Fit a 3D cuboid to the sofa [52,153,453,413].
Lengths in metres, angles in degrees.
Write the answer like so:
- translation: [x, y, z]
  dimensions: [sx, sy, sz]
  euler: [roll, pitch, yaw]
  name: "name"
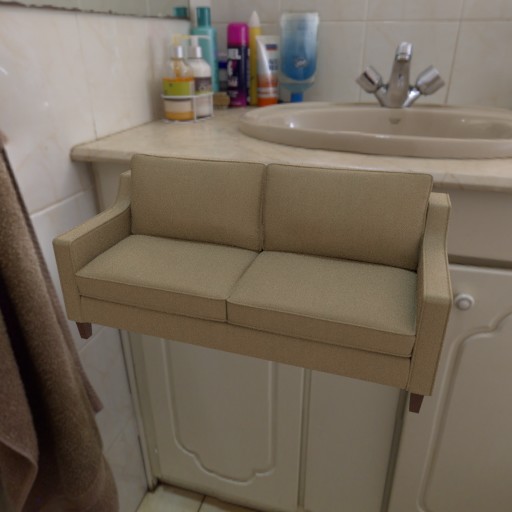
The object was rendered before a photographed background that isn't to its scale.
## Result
- translation: [0.000, 0.000, 2.771]
  dimensions: [2.178, 1.071, 1.066]
  euler: [8, 27, 16]
  name: "sofa"
